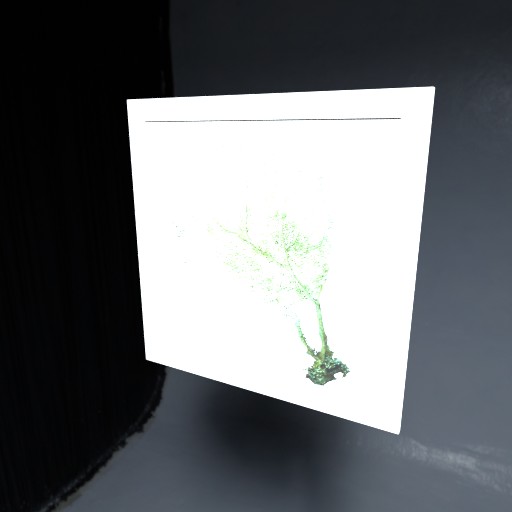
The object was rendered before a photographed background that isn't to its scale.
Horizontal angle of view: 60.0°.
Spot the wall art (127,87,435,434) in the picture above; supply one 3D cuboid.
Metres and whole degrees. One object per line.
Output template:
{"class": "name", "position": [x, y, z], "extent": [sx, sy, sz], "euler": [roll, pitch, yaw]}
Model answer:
{"class": "wall art", "position": [0.000, 0.000, 0.855], "extent": [0.584, 0.584, 0.013], "euler": [8, 18, 27]}
